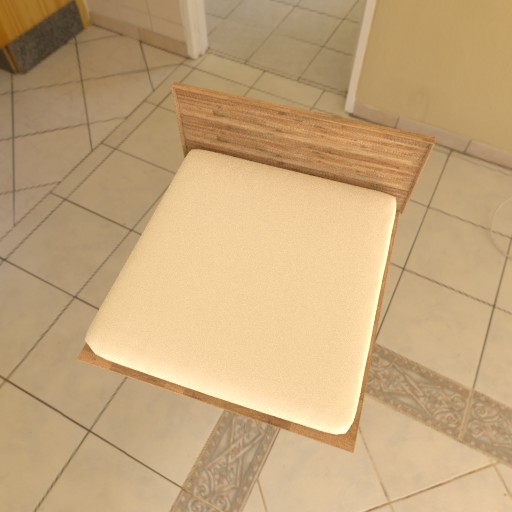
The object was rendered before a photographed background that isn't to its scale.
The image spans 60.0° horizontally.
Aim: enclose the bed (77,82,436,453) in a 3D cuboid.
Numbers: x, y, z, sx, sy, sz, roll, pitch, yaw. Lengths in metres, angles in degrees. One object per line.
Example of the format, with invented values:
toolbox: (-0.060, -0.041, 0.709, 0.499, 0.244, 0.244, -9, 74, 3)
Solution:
bed: (0.000, 0.000, 3.388, 2.116, 1.100, 2.167, 15, 59, 10)
